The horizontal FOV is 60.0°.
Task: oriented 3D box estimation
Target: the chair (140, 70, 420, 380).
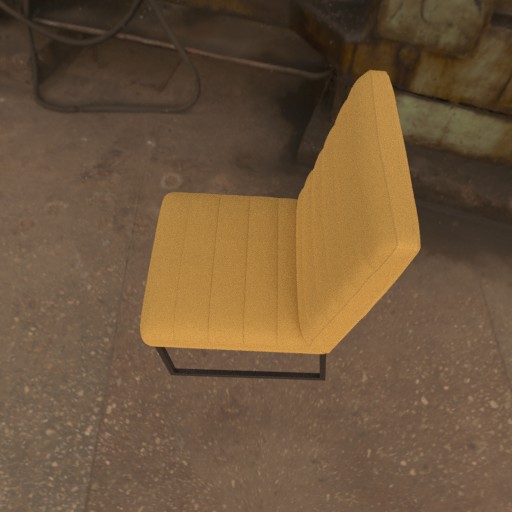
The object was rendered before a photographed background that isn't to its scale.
[{"bbox_3d":[0.000,0.000,1.313,0.634,0.930,0.520,2,59,1],"label":"chair"}]
